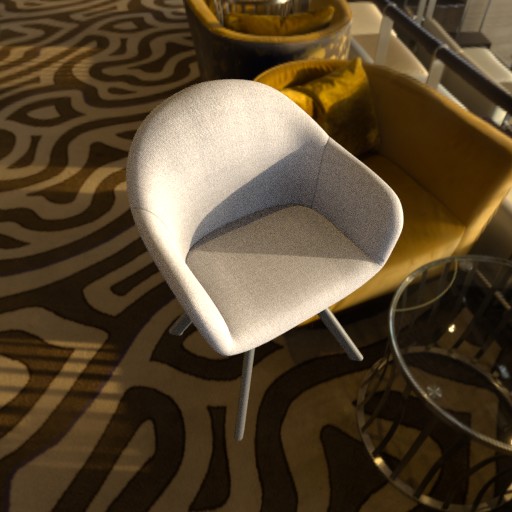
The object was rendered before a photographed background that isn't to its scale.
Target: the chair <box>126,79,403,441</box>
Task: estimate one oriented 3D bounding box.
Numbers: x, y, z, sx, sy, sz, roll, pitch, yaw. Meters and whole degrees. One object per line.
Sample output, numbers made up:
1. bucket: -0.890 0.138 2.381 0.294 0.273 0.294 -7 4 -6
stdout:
1. chair: 0.000 0.000 1.230 0.590 0.795 0.550 -26 53 -22
